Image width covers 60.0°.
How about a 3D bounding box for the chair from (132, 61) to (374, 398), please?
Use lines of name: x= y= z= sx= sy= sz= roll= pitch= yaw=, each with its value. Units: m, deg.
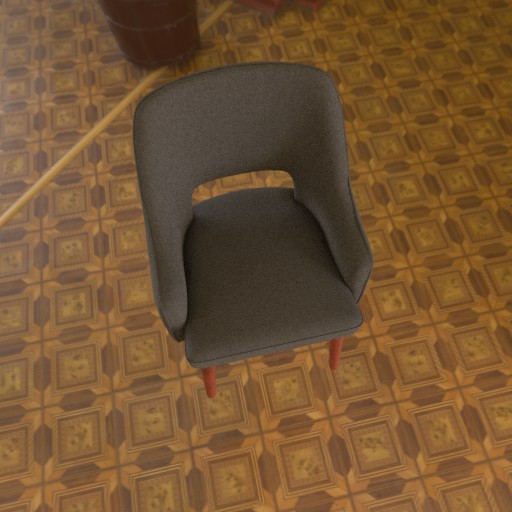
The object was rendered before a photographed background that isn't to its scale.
chair: x=0.000 y=0.000 z=1.233 sx=0.559 sy=0.838 sz=0.560 roll=-11 pitch=64 yaw=-6
